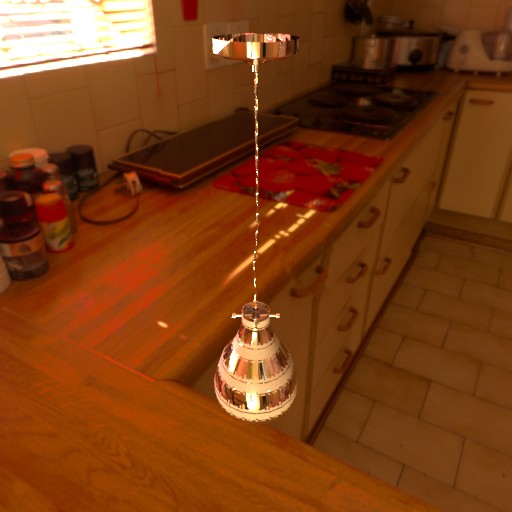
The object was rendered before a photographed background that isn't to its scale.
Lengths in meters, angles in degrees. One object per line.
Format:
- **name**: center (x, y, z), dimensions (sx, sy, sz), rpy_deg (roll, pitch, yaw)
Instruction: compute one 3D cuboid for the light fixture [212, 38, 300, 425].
- **light fixture**: center (0.000, 0.000, 1.641), dimensions (0.374, 1.457, 0.374), rpy_deg (0, 32, 0)
